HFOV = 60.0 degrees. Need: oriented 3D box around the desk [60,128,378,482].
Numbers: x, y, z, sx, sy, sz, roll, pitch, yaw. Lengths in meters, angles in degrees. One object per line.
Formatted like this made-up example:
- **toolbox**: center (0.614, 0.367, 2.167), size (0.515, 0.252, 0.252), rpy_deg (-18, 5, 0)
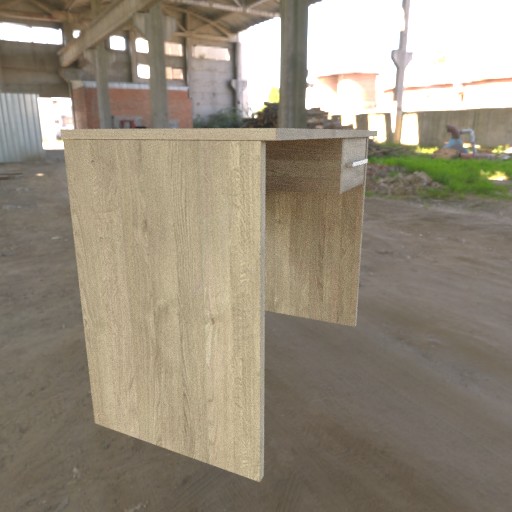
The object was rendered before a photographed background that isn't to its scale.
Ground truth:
- **desk**: center (0.000, 0.000, 1.324), size (0.498, 0.724, 0.893), rpy_deg (7, 17, 24)
